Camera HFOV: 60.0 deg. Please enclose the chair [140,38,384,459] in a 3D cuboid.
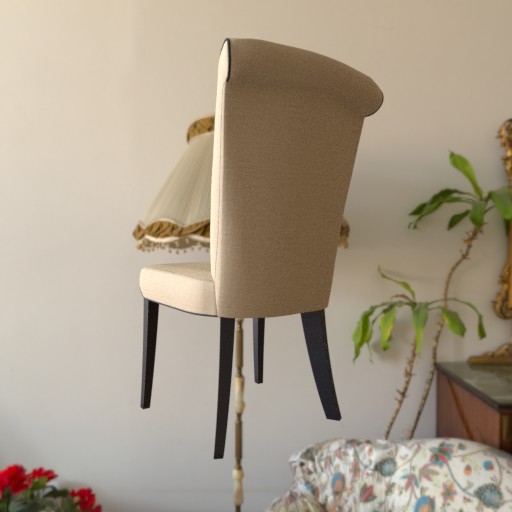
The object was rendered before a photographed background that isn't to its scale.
[{"bbox_3d":[0.000,0.000,1.330,0.522,0.997,0.623,-1,1,-36],"label":"chair"}]
